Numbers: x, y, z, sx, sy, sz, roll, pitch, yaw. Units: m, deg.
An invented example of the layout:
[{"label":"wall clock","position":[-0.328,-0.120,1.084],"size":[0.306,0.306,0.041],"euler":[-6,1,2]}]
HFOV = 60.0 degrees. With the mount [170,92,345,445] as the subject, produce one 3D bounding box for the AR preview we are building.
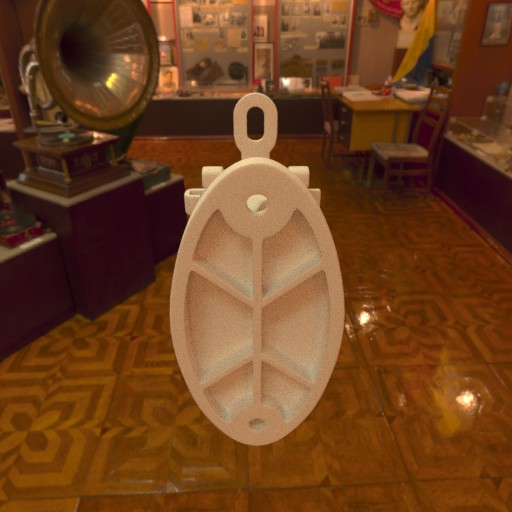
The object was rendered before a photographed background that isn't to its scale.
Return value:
[{"label":"mount","position":[0.000,0.000,0.179],"size":[0.066,0.118,0.100],"euler":[0,29,0]}]
